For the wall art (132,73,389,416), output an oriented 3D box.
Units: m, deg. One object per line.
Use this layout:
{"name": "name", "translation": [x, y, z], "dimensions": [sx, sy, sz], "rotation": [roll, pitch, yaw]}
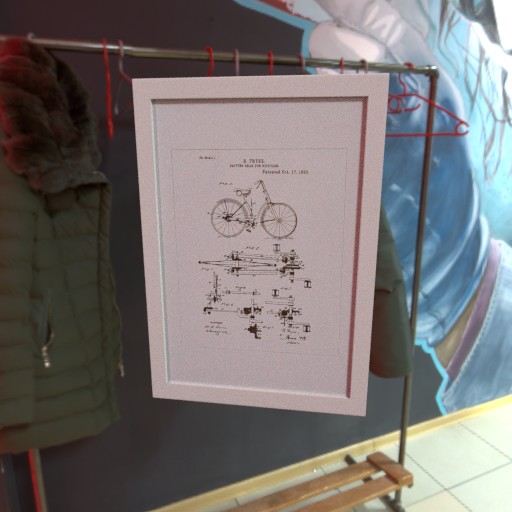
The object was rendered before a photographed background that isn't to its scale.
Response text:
{"name": "wall art", "translation": [0.000, 0.000, 0.632], "dimensions": [0.332, 0.477, 0.015], "rotation": [2, 15, 9]}
